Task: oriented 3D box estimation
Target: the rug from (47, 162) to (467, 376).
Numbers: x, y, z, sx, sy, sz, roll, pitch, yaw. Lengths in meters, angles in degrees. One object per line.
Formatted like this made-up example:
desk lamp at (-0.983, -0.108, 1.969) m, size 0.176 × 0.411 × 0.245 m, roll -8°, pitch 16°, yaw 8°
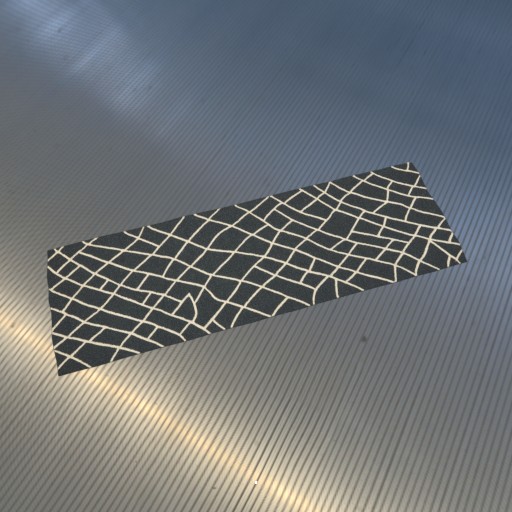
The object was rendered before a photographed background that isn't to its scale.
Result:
rug at (0.000, 0.000, 2.707) m, size 2.476 × 0.010 × 0.807 m, roll -15°, pitch 64°, yaw -7°
